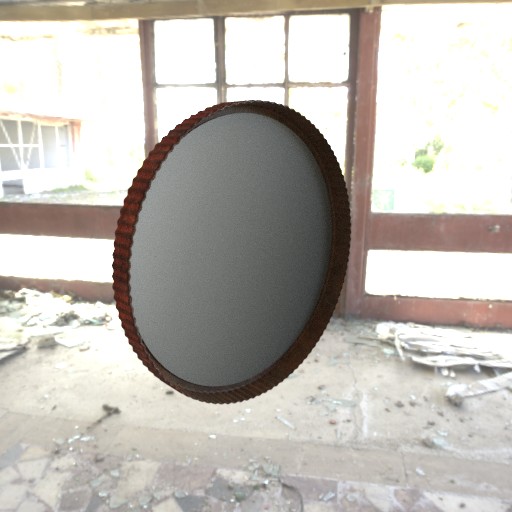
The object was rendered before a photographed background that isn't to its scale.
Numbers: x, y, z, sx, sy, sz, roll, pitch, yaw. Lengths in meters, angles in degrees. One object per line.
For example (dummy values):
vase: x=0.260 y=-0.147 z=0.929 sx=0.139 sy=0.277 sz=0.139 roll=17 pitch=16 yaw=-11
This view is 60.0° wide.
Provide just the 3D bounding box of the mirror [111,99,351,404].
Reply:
mirror: x=0.000 y=0.000 z=0.915 sx=0.609 sy=0.609 sz=0.056 roll=-13 pitch=18 yaw=-43
